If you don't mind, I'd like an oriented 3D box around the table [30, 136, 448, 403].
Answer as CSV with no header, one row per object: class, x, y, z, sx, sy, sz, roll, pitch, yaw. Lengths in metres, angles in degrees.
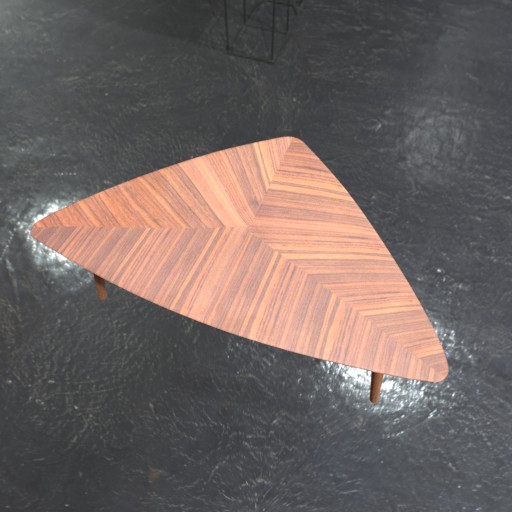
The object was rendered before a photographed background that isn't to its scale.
table,0.000,0.000,1.256,1.008,0.365,0.601,18,61,11
